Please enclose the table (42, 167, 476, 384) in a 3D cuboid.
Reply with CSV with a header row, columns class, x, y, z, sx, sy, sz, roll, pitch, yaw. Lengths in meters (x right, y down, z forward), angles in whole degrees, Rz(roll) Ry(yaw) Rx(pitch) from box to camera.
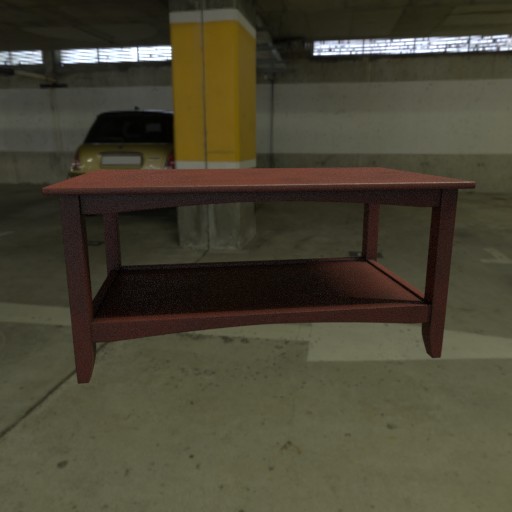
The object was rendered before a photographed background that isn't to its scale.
class,x,y,z,sx,sy,sz,roll,pitch,yaw
table,0.000,0.000,1.262,0.943,0.456,0.533,-2,15,-8
